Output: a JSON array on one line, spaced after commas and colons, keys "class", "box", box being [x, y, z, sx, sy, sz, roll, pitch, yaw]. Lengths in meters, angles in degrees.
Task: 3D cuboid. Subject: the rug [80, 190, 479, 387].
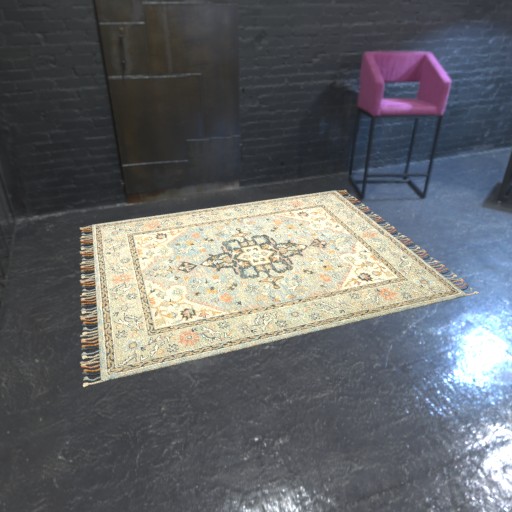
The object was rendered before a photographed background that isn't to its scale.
[{"class": "rug", "box": [0.000, 0.000, 2.298, 1.730, 0.009, 1.278, -10, 33, -16]}]
